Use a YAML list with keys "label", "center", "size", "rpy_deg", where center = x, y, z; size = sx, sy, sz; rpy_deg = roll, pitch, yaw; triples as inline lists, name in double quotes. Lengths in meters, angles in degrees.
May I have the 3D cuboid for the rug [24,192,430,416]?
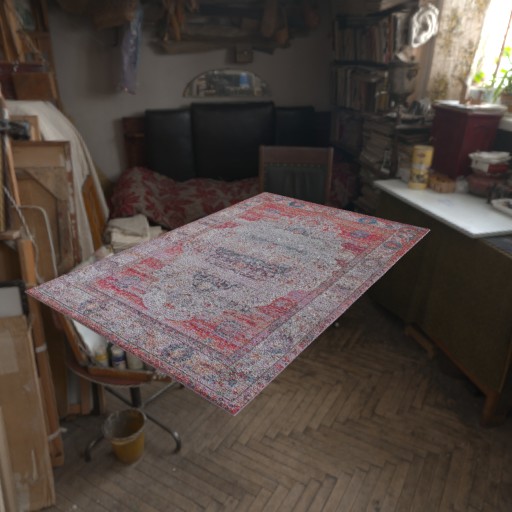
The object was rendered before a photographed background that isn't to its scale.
- label: "rug"
  center: [0.000, 0.000, 2.306]
  size: [1.219, 0.006, 1.829]
  rpy_deg: [18, 31, 33]
